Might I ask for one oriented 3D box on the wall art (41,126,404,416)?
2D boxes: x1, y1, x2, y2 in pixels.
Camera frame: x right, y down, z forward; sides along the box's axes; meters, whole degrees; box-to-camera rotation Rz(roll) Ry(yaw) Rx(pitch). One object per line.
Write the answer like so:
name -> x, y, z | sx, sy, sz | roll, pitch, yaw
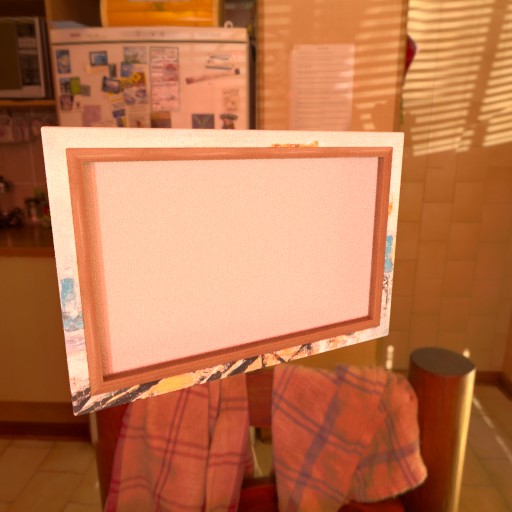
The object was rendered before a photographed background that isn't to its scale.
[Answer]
wall art -> 0.000, 0.000, 1.115 | 0.913, 0.609, 0.038 | -7, 16, -27
